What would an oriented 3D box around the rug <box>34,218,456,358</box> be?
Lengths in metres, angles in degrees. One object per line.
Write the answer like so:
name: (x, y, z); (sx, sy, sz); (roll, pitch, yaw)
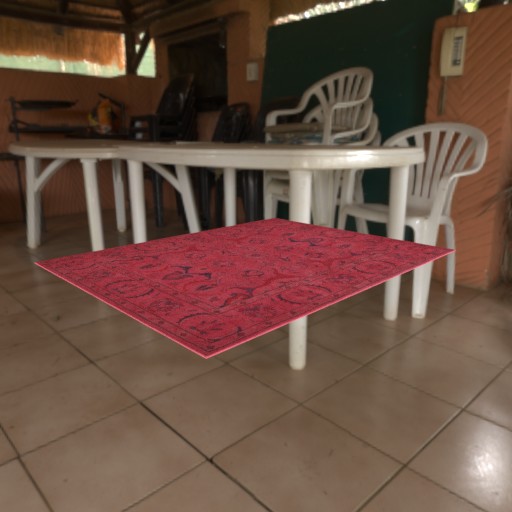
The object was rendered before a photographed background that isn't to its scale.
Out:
rug: (0.000, 0.000, 3.899); (2.929, 0.012, 2.300); (-15, 21, -43)
